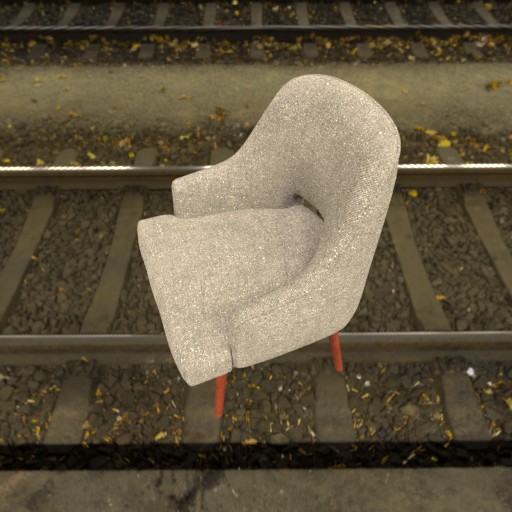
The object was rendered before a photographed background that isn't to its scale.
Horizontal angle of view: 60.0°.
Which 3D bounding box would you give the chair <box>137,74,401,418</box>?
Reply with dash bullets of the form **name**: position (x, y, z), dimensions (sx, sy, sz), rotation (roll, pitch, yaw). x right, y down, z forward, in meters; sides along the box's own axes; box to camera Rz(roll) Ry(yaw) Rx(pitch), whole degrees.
- **chair**: position (0.000, 0.000, 1.315), dimensions (0.629, 0.875, 0.608), rotation (-16, 49, -15)
